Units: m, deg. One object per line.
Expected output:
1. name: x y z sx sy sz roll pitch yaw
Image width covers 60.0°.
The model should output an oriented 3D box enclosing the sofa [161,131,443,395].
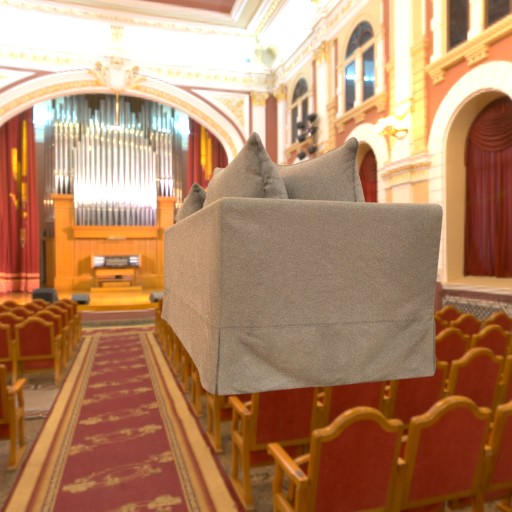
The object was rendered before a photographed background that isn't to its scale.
1. sofa: 0.000 0.000 2.826 1.031 1.034 2.290 0 0 -17
